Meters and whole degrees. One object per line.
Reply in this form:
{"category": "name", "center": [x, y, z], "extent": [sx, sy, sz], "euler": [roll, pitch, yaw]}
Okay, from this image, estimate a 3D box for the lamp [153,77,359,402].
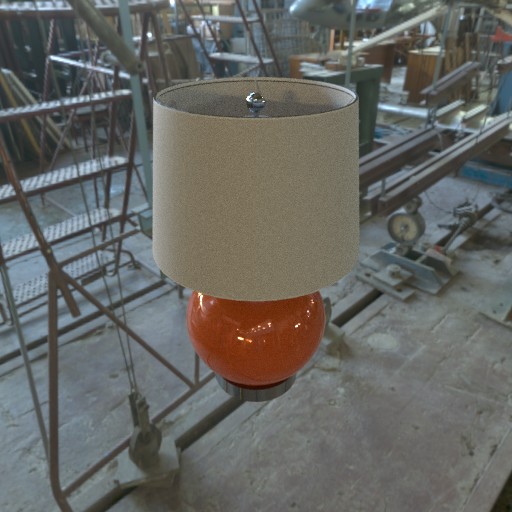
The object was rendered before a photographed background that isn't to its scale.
{"category": "lamp", "center": [0.000, 0.000, 0.550], "extent": [0.247, 0.387, 0.247], "euler": [0, 31, 0]}
